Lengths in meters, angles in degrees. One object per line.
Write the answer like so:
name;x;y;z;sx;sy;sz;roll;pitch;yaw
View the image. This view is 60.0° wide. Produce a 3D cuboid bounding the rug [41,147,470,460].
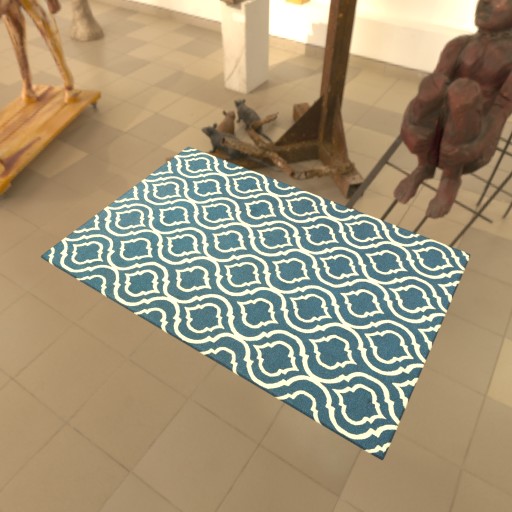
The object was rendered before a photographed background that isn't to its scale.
rug;0.000;0.000;2.152;1.753;0.010;1.143;25;51;22
